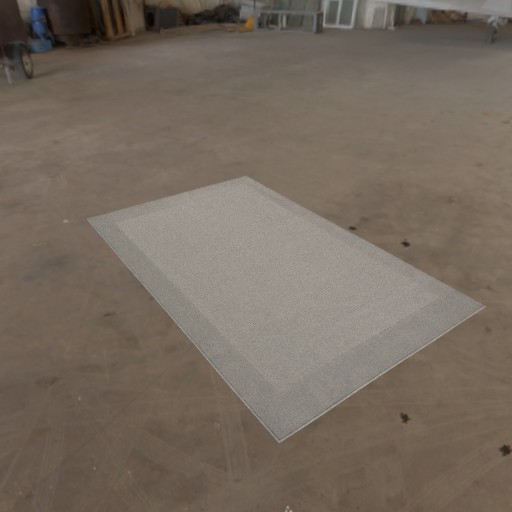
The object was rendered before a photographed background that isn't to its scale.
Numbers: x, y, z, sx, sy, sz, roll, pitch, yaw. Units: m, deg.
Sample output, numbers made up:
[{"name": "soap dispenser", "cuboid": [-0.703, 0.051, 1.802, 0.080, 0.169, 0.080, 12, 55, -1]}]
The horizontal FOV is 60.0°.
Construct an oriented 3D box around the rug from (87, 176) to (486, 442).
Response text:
[{"name": "rug", "cuboid": [0.000, 0.000, 3.025, 1.524, 0.014, 2.438, -21, 38, -30]}]
